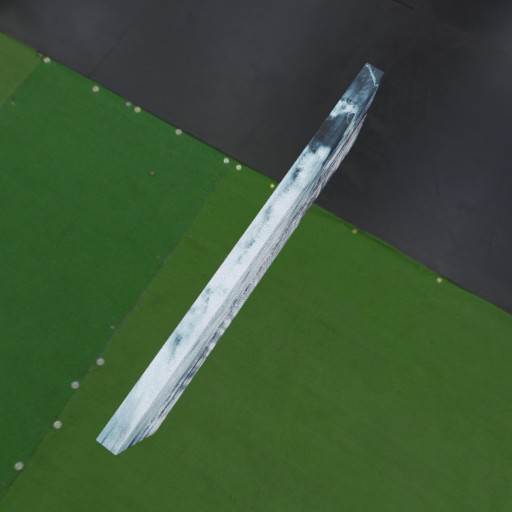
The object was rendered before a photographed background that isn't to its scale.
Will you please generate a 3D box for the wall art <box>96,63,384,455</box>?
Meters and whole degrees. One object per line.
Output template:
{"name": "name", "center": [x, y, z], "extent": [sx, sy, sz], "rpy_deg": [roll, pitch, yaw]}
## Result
{"name": "wall art", "center": [0.000, 0.000, 0.829], "extent": [0.037, 0.251, 0.759], "rpy_deg": [33, 78, 8]}
